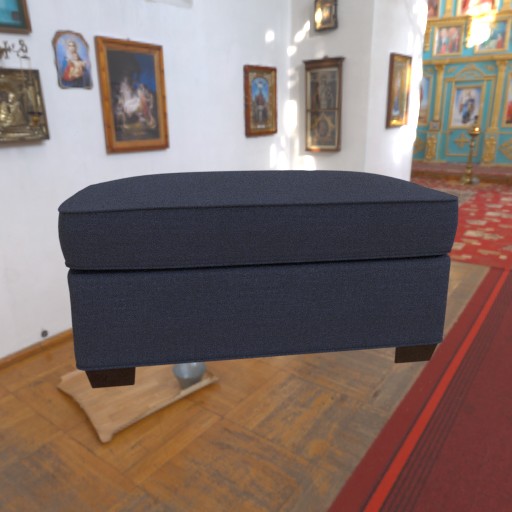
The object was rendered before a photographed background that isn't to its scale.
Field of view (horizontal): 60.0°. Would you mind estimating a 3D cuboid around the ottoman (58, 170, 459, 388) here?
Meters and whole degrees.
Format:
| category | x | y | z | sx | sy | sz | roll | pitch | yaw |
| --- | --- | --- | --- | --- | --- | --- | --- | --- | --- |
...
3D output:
| category | x | y | z | sx | sy | sz | roll | pitch | yaw |
| --- | --- | --- | --- | --- | --- | --- | --- | --- | --- |
| ottoman | 0.000 | 0.000 | 1.208 | 0.895 | 0.453 | 0.505 | -3 | 17 | -8 |
